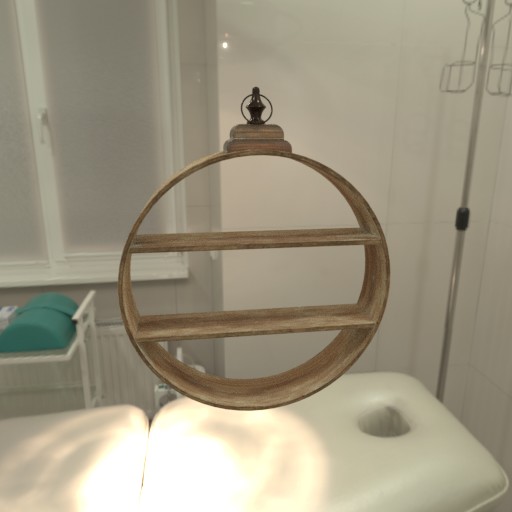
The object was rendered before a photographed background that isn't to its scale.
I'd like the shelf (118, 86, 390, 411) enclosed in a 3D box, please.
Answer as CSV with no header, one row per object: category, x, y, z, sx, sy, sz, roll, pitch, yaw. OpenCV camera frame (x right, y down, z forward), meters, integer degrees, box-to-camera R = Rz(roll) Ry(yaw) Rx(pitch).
shelf,0.000,0.000,1.012,0.601,0.725,0.125,-2,16,-8
